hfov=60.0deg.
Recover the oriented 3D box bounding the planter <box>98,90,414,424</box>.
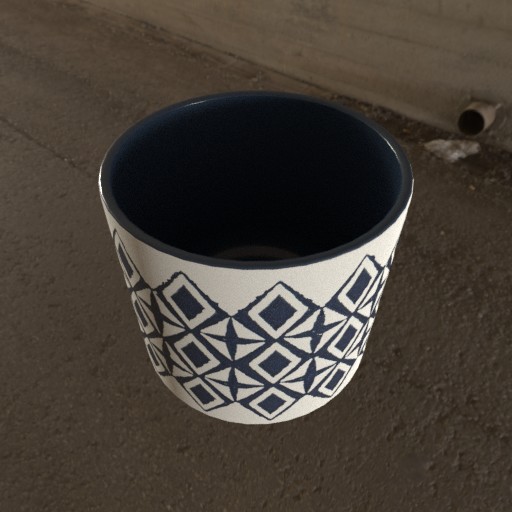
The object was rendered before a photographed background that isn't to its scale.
[{"bbox_3d":[0.000,0.000,0.279,0.159,0.144,0.159,0,45,0],"label":"planter"}]
